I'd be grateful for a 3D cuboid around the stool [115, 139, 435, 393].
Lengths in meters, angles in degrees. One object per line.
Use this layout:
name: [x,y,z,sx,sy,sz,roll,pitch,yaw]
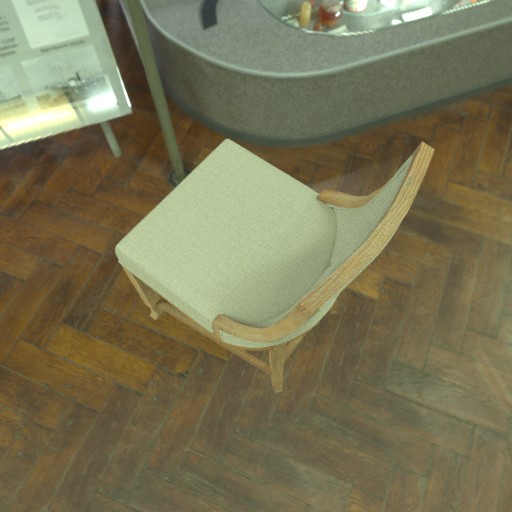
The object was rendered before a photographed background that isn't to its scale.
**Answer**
stool: [0.000,0.000,1.296,0.626,0.938,0.524,34,68,16]
